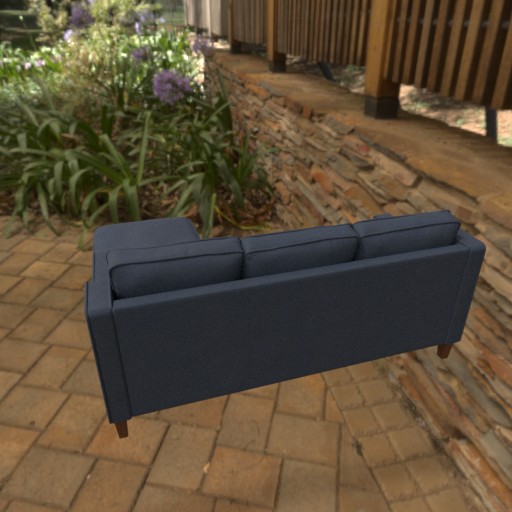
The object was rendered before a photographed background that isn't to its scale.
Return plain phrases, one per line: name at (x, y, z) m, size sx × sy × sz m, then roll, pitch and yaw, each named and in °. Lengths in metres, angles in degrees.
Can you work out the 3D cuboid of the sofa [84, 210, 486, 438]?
sofa at (0.000, 0.000, 3.279) m, size 2.317 × 1.066 × 1.858 m, roll -9°, pitch 29°, yaw -16°
